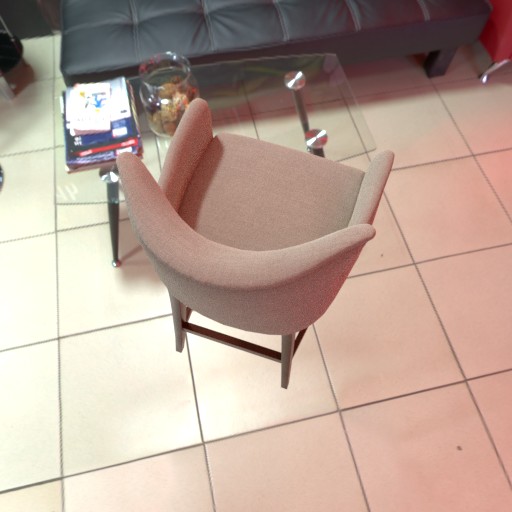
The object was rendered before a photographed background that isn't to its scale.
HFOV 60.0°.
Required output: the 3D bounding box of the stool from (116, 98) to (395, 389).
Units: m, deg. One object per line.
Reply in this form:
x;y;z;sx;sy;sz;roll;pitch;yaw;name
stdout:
0.000;0.000;1.404;0.615;0.987;0.637;18;64;9;stool
